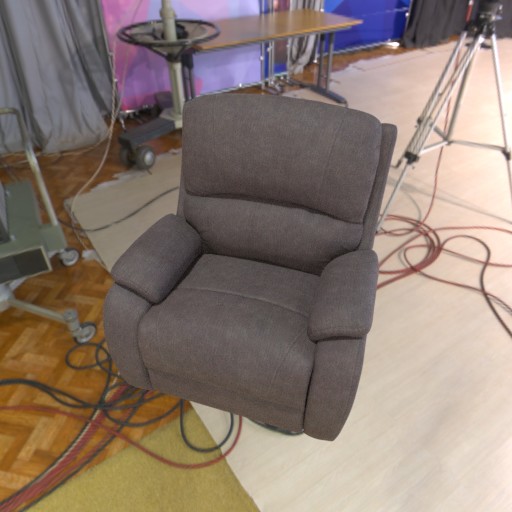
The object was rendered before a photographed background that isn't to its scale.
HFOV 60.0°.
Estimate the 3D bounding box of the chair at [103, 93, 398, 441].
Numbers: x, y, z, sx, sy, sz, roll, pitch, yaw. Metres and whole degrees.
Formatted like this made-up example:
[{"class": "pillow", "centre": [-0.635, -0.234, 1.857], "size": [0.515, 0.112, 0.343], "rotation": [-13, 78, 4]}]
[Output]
[{"class": "chair", "centre": [0.000, 0.000, 1.718], "size": [0.930, 1.011, 0.899], "rotation": [11, 42, 13]}]
